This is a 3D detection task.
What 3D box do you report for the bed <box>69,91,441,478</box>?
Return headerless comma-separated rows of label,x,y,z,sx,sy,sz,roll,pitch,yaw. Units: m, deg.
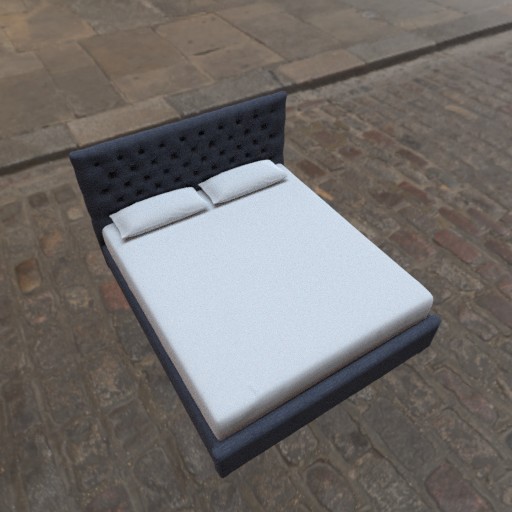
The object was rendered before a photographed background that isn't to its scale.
bed,0.000,0.000,3.684,2.078,1.427,2.387,-24,50,-22
